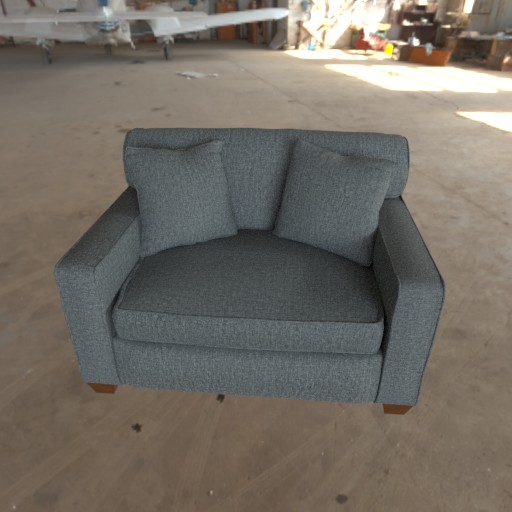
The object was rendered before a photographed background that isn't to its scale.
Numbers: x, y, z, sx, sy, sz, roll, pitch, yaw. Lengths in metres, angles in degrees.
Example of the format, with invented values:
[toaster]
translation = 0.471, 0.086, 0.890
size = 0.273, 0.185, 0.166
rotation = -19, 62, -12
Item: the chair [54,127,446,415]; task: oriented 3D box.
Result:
[chair]
translation = 0.000, 0.000, 1.997
size = 1.383, 0.948, 1.000
rotation = 3, 30, 5
